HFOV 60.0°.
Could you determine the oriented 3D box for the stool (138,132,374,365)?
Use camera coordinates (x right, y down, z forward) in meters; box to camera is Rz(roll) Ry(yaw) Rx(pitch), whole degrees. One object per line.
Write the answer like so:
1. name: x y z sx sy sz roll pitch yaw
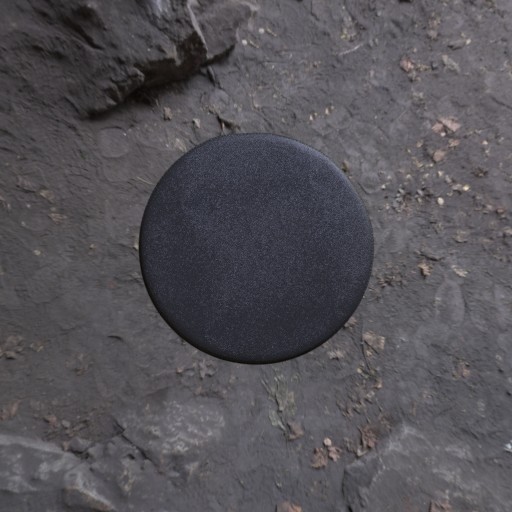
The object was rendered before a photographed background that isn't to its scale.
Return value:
1. stool: 0.000 0.000 0.686 0.381 0.365 0.382 0 88 1
